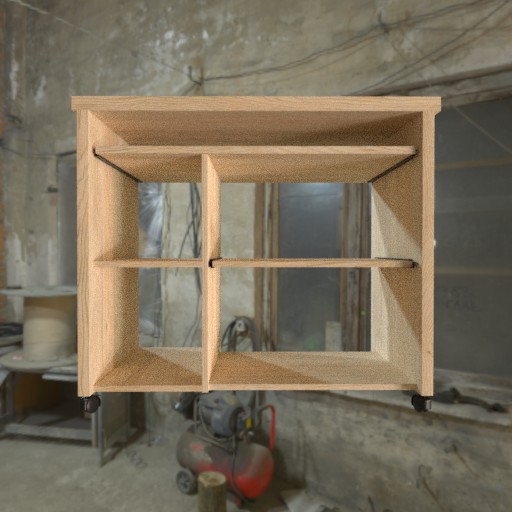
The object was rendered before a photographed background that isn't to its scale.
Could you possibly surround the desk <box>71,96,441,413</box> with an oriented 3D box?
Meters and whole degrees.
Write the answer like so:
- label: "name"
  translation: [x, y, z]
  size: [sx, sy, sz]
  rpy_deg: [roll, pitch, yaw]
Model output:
- label: "desk"
  translation: [0.000, 0.000, 1.304]
  size: [0.885, 0.770, 0.480]
  rpy_deg: [0, 1, 0]
